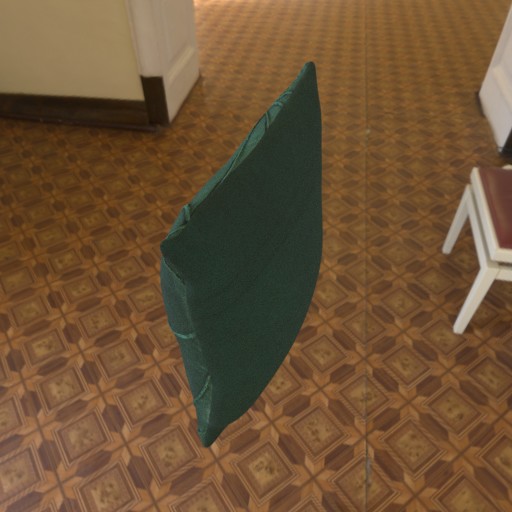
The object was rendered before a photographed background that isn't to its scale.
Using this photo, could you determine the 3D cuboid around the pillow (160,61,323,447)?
[{"bbox_3d":[0.000,0.000,0.677,0.184,0.440,0.439,17,47,16],"label":"pillow"}]
